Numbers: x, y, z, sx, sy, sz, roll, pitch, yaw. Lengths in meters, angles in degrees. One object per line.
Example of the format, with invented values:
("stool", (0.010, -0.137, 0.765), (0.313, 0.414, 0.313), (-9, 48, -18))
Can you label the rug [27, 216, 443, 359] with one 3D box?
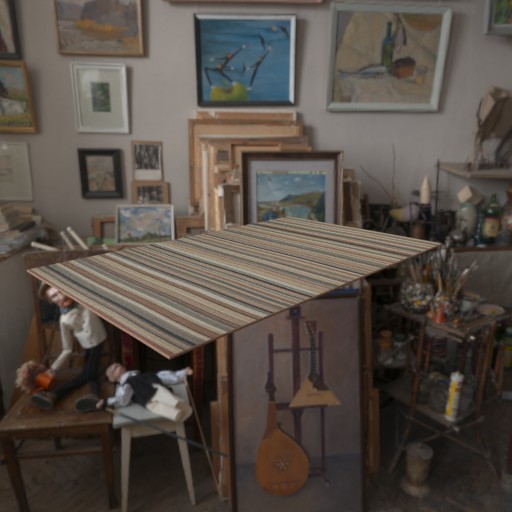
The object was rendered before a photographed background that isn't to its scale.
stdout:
("rug", (0.000, 0.000, 3.010), (2.438, 0.014, 1.523), (-15, 22, -43))
